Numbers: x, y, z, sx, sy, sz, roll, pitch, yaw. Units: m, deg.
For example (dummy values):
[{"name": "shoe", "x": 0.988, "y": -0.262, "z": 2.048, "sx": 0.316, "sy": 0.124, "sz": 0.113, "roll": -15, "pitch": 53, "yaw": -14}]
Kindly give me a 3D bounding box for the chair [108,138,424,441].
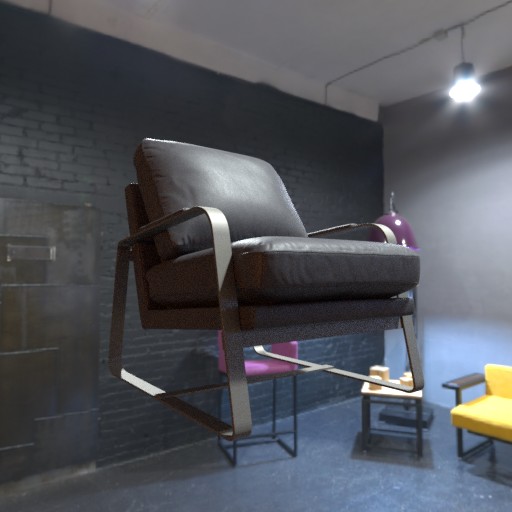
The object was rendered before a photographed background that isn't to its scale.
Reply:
[{"name": "chair", "x": 0.000, "y": 0.000, "z": 1.476, "sx": 0.692, "sy": 0.839, "sz": 0.878, "roll": 1, "pitch": -3, "yaw": -36}]
